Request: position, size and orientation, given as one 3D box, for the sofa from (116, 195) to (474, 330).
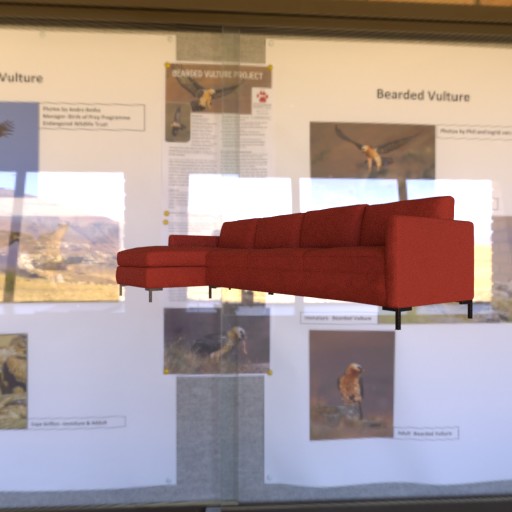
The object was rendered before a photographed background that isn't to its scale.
[{"bbox_3d":[0.000,0.000,3.005,1.136,0.663,2.467,0,0,-36],"label":"sofa"}]
